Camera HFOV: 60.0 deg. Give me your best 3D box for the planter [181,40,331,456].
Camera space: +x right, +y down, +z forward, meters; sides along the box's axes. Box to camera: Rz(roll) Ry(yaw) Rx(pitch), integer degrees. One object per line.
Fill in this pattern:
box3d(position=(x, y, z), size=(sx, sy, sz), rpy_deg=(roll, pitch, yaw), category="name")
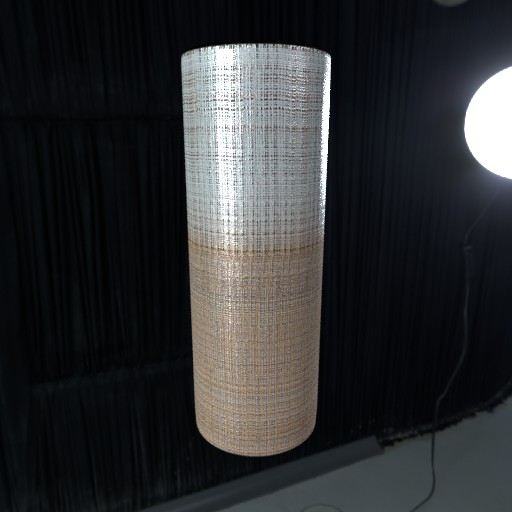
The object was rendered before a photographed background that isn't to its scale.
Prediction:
box3d(position=(0.000, 0.000, 0.332), size=(0.099, 0.278, 0.099), rpy_deg=(-7, 16, -25), category="planter")
